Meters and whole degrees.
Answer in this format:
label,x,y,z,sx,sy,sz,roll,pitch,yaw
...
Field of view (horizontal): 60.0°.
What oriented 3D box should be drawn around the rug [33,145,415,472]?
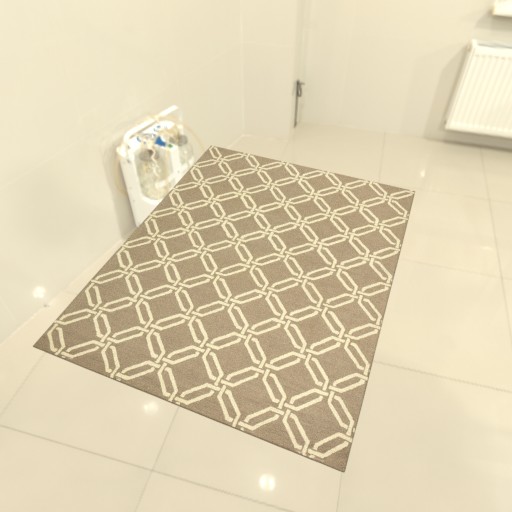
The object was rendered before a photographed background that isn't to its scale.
label,x,y,z,sx,sy,sz,roll,pitch,yaw
rug,0.000,0.000,3.817,2.288,0.018,2.895,16,48,15
